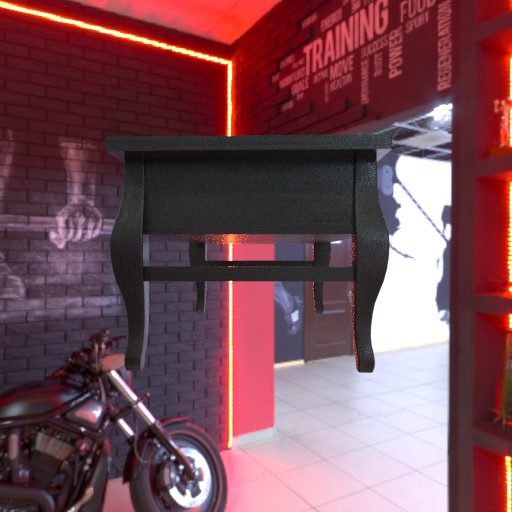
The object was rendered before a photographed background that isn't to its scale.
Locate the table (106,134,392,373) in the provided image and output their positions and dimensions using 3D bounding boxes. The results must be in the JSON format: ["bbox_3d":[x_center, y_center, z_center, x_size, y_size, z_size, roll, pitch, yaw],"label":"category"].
[{"bbox_3d":[0.000,0.000,1.432,0.600,0.494,1.062,0,0,2],"label":"table"}]
